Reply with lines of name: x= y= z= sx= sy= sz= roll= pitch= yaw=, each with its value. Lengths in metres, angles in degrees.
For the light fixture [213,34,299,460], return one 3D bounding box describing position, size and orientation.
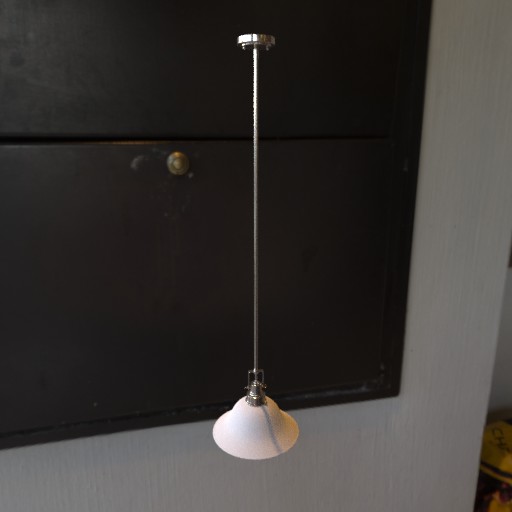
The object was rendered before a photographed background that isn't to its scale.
light fixture: x=0.000 y=0.000 z=1.503 sx=0.324 sy=1.354 sz=0.324 roll=-2 pitch=14 yaw=-8
